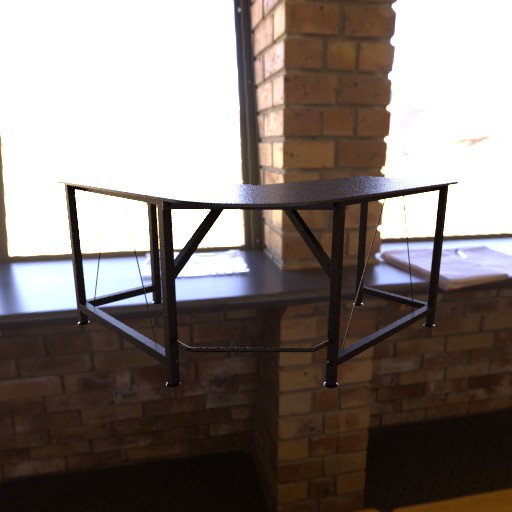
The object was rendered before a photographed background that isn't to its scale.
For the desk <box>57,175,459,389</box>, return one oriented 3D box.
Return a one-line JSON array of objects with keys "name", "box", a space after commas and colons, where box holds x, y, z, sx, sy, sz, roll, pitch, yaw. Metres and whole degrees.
[{"name": "desk", "box": [0.000, 0.000, 2.280, 1.400, 0.762, 1.400, -13, 19, -42]}]
